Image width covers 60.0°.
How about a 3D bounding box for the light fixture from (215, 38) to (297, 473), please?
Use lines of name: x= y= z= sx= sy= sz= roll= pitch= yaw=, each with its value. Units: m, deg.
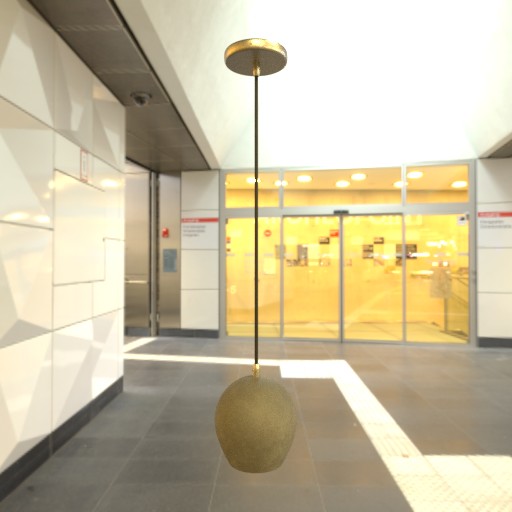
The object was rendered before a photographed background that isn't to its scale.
light fixture: x=0.000 y=0.000 z=0.828 sx=0.153 sy=0.760 sz=0.153 roll=0 pitch=-1 yaw=-19
